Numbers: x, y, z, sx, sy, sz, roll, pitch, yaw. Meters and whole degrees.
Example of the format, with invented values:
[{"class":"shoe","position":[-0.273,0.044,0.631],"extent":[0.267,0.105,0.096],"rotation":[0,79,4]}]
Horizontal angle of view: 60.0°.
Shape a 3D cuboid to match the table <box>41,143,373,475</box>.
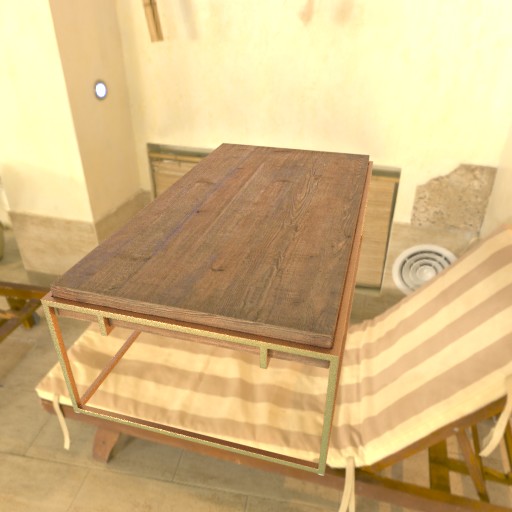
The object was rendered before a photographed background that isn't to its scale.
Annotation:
[{"class":"table","position":[0.000,0.000,1.740],"extent":[0.775,0.468,1.387],"rotation":[8,31,14]}]
